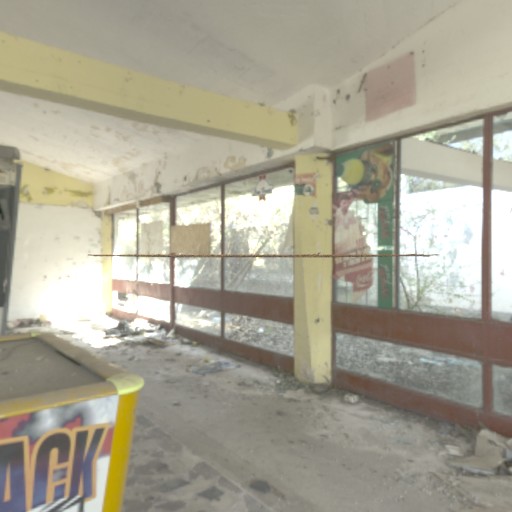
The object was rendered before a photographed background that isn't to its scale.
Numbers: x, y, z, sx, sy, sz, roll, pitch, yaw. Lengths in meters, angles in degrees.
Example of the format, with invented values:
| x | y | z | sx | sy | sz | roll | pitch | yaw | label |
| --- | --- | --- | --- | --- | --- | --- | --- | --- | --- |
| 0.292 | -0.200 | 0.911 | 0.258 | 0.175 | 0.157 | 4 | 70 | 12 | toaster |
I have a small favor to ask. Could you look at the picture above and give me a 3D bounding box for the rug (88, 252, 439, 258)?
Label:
| x | y | z | sx | sy | sz | roll | pitch | yaw | label |
| --- | --- | --- | --- | --- | --- | --- | --- | --- | --- |
| 0.000 | 0.000 | 1.908 | 0.920 | 0.013 | 1.541 | 0 | 0 | -1 | rug |
